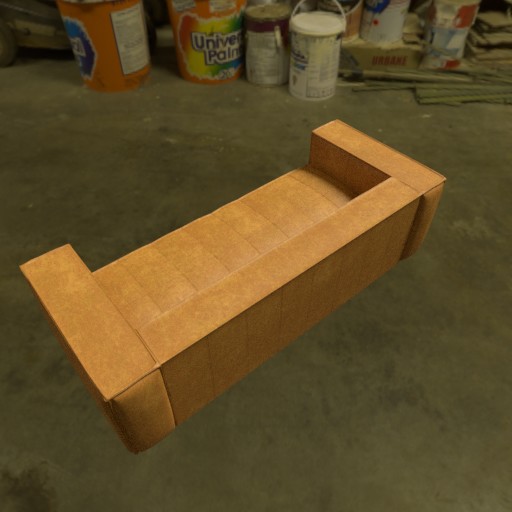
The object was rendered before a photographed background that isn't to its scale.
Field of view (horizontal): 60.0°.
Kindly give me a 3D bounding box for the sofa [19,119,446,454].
[{"bbox_3d":[0.000,0.000,2.968,2.581,0.701,1.102,-31,53,-26],"label":"sofa"}]
